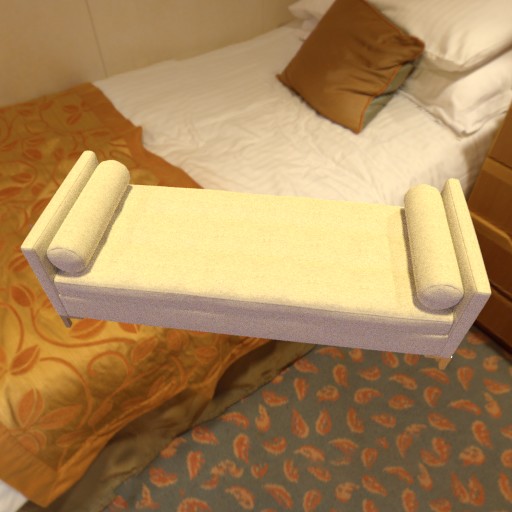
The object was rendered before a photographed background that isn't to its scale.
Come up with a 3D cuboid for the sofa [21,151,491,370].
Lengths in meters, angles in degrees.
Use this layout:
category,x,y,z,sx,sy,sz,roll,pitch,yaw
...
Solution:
category,x,y,z,sx,sy,sz,roll,pitch,yaw
sofa,0.000,0.000,2.412,2.102,0.655,0.797,5,48,5
